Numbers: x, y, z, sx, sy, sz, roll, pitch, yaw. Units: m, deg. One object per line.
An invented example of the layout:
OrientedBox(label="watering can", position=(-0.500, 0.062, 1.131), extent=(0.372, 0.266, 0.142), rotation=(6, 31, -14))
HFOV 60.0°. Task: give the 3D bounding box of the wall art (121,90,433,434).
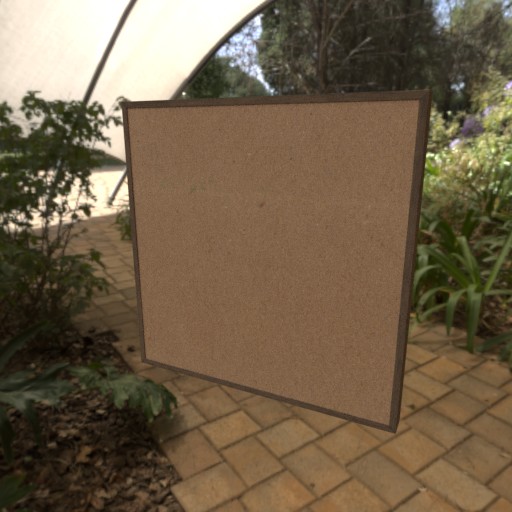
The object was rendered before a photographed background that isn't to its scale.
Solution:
OrientedBox(label="wall art", position=(0.000, 0.000, 0.753), extent=(0.508, 0.508, 0.038), rotation=(8, 17, 25))
